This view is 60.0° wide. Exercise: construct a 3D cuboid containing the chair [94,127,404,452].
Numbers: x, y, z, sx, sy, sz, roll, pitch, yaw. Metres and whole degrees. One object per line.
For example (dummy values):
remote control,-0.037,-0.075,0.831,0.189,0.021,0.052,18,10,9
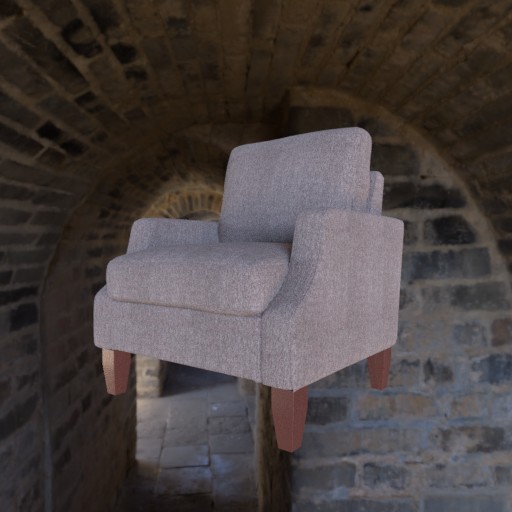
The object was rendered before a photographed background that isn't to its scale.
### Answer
chair,0.000,0.000,1.663,0.855,0.993,0.897,1,1,37
